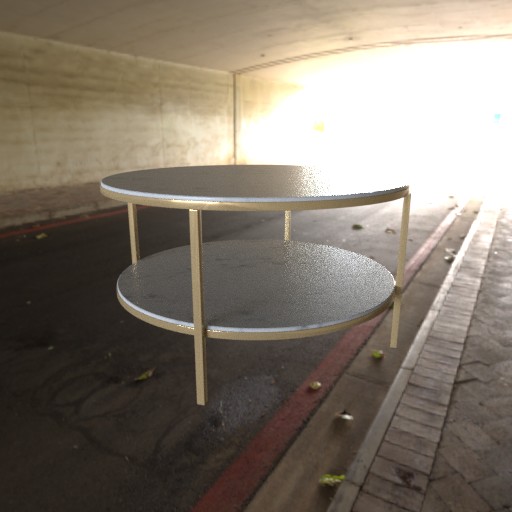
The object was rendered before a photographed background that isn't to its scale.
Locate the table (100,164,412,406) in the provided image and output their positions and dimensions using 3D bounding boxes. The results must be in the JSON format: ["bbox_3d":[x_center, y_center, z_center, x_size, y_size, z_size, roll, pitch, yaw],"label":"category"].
[{"bbox_3d":[0.000,0.000,1.258,0.800,0.450,0.800,0,16,0],"label":"table"}]
